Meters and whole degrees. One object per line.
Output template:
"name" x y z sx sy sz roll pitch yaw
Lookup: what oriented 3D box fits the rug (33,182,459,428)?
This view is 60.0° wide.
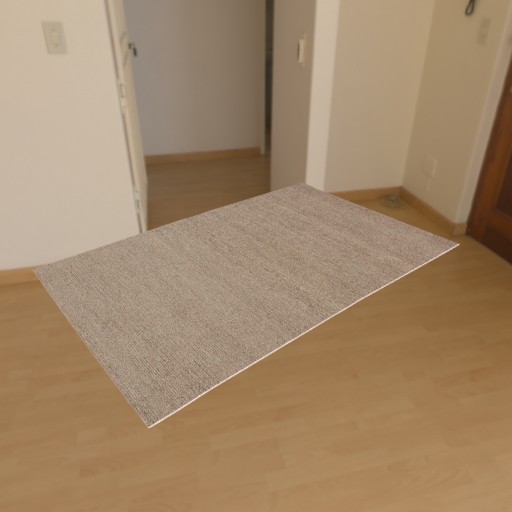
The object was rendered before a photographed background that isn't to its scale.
"rug" 0.000 0.000 2.195 1.792 0.021 1.154 -23 37 -33
